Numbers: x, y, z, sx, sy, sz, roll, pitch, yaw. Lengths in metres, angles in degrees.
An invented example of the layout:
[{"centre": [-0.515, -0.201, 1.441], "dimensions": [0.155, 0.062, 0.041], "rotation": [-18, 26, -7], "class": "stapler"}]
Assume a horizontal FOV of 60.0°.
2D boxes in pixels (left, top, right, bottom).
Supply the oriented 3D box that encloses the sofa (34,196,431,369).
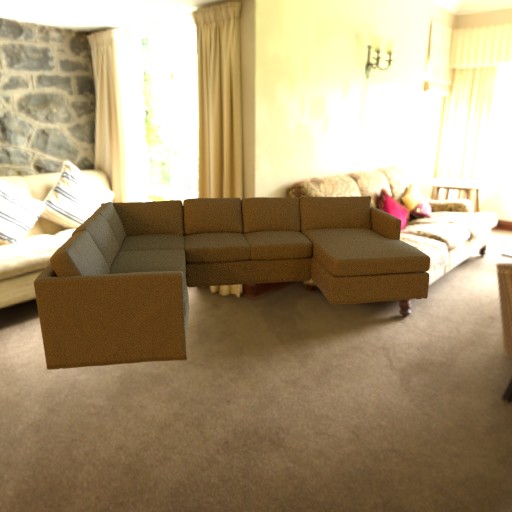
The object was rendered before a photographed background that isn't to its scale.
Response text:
[{"centre": [0.000, 0.000, 4.476], "dimensions": [3.460, 0.882, 2.427], "rotation": [-3, 17, -9], "class": "sofa"}]
